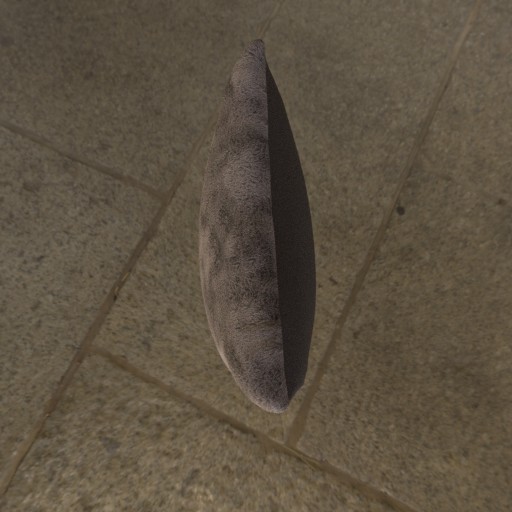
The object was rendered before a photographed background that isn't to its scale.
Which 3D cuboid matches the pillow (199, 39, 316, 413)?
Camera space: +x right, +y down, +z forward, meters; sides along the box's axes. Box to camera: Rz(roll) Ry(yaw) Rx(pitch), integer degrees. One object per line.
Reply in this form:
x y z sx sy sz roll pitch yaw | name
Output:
0.000 0.000 0.814 0.204 0.520 0.522 -3 76 -1 | pillow
